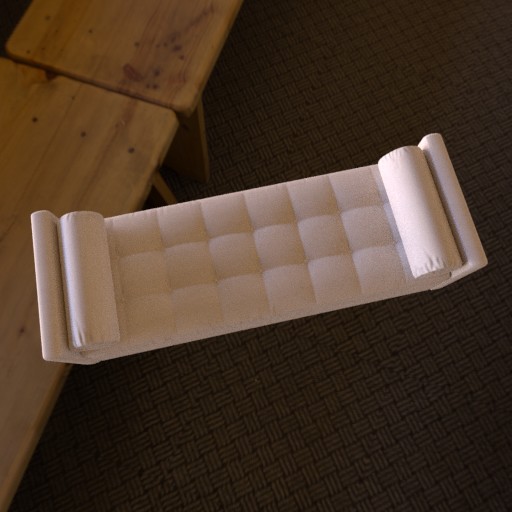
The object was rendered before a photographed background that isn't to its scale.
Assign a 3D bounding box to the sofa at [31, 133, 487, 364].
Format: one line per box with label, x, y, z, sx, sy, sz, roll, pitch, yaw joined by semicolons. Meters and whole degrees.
sofa;0.000;0.000;2.291;1.981;0.635;0.686;-12;75;-3
